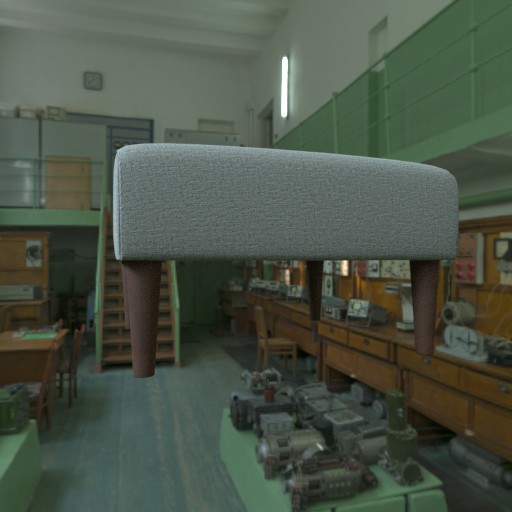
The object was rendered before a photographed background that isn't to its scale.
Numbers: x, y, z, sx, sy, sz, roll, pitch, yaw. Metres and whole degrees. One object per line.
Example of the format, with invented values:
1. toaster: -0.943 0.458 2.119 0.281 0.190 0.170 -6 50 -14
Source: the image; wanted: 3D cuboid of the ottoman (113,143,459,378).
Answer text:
1. ottoman: 0.000 0.000 1.062 0.650 0.398 0.649 0 0 -18
